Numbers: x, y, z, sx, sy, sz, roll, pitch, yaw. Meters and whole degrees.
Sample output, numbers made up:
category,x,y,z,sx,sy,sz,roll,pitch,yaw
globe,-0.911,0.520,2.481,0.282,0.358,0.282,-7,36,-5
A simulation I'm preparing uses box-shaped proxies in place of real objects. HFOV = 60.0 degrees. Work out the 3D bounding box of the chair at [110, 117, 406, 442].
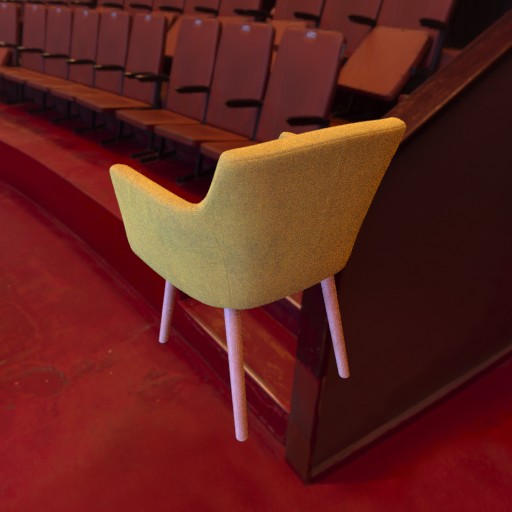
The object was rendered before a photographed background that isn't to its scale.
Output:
category,x,y,z,sx,sy,sz,roll,pitch,yaw
chair,0.000,0.000,1.194,0.570,0.780,0.570,-20,35,-30
